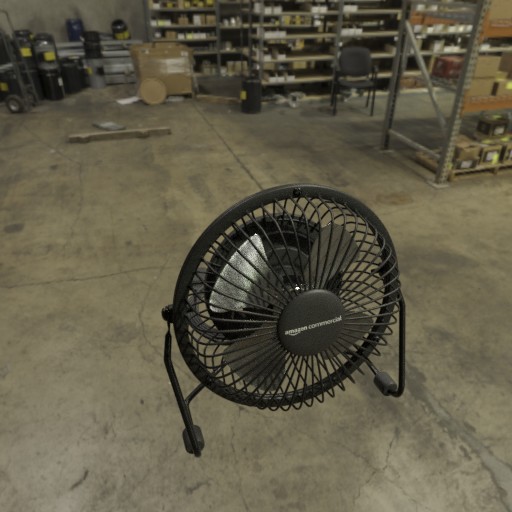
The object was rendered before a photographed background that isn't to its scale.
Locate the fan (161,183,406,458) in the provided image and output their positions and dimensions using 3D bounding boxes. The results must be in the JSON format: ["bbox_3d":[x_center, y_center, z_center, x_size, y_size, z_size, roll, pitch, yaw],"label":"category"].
[{"bbox_3d":[0.000,0.000,0.312,0.153,0.152,0.202,-10,34,-16],"label":"fan"}]
